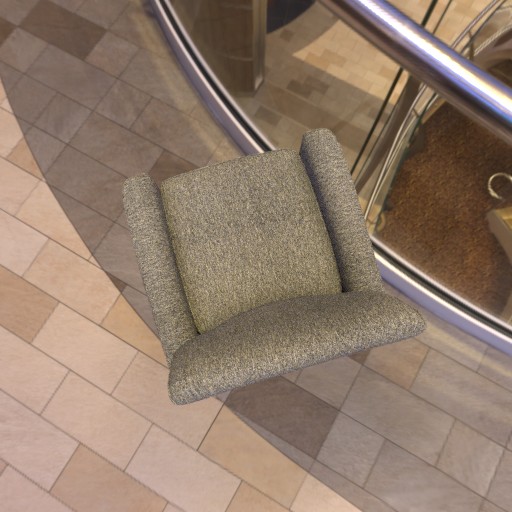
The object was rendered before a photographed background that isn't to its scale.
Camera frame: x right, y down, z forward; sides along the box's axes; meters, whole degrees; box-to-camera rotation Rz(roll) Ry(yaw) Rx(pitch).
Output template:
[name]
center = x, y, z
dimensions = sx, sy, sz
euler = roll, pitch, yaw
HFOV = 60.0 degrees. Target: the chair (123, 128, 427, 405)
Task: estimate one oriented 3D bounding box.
[chair]
center = 0.000, 0.000, 1.652
dimensions = 0.848, 1.014, 0.864
euler = -15, 76, -4
